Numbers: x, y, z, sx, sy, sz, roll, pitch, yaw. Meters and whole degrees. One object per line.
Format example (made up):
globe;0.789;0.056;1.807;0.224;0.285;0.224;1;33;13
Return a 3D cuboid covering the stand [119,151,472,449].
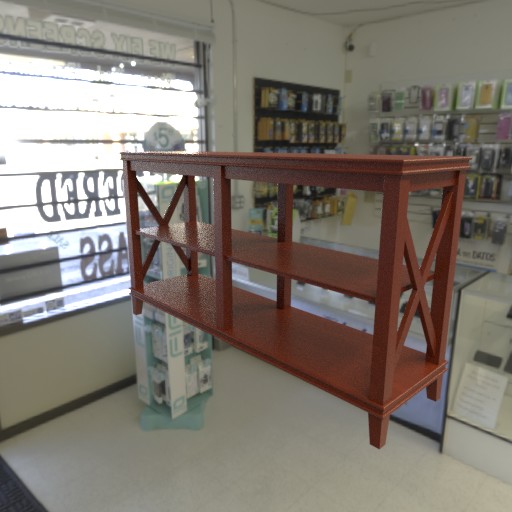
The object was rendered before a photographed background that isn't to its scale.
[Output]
stand;0.000;0.000;1.695;0.381;0.762;1.372;-13;19;-42
